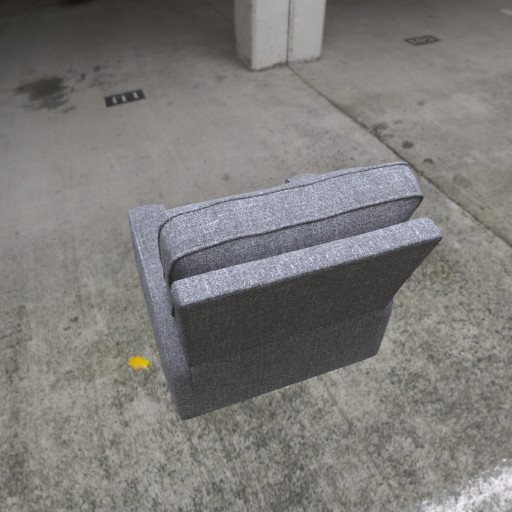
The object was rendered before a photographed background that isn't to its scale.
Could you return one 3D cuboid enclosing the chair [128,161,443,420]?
[{"bbox_3d":[0.000,0.000,1.679,0.861,0.962,0.964,-14,43,-15],"label":"chair"}]
